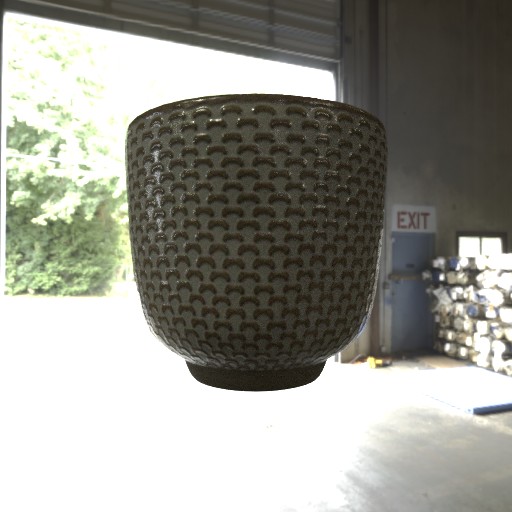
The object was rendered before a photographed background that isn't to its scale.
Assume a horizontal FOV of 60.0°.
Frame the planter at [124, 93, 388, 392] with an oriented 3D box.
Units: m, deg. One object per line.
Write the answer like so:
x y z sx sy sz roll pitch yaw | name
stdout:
0.000 0.000 0.243 0.139 0.130 0.139 0 0 0 | planter
